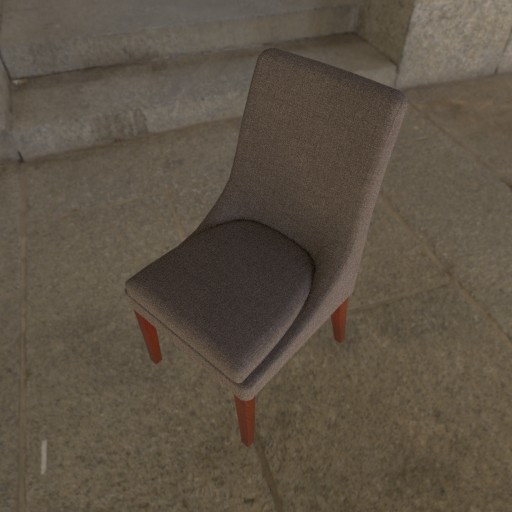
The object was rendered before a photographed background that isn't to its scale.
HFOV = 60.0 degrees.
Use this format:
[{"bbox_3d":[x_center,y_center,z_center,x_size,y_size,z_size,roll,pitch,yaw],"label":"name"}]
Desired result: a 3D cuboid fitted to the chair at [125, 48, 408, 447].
[{"bbox_3d":[0.000,0.000,1.343,0.508,0.952,0.655,32,54,27],"label":"chair"}]
